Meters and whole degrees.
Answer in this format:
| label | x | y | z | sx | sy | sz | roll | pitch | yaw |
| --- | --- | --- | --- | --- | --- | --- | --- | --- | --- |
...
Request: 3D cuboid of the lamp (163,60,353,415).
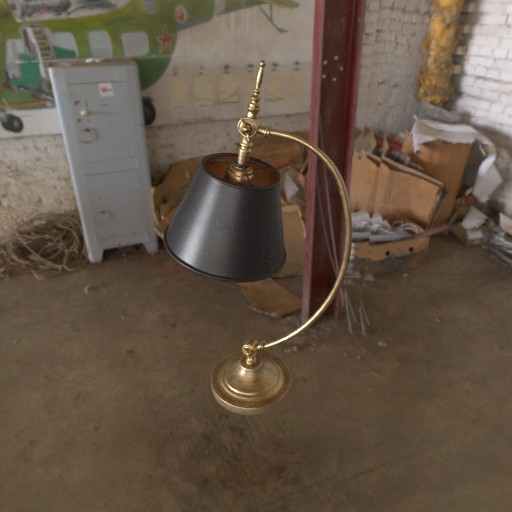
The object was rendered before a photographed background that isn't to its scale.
| label | x | y | z | sx | sy | sz | roll | pitch | yaw |
| --- | --- | --- | --- | --- | --- | --- | --- | --- | --- |
| lamp | 0.000 | 0.000 | 0.831 | 0.344 | 0.675 | 0.235 | 8 | 31 | 13 |
